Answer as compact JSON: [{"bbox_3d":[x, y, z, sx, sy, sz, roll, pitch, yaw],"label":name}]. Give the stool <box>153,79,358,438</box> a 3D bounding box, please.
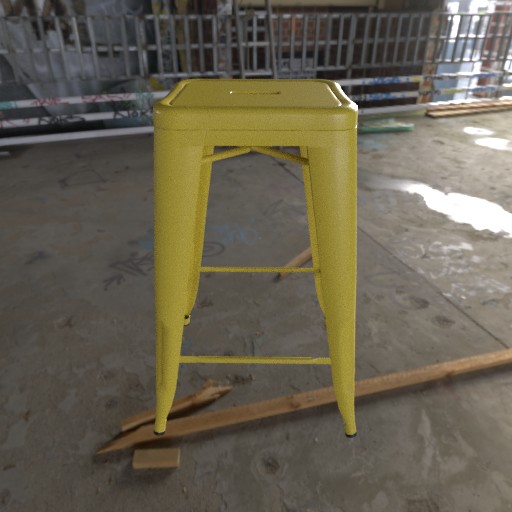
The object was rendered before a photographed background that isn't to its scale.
[{"bbox_3d":[0.000,0.000,0.860,0.399,0.609,0.359,0,30,0],"label":"stool"}]
